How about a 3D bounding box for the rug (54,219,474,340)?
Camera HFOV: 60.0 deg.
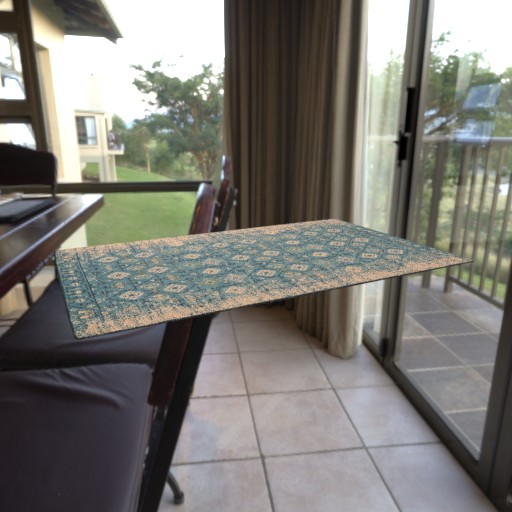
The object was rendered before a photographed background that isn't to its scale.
[{"bbox_3d":[0.000,0.000,2.197,1.795,0.008,1.102,-8,18,-26],"label":"rug"}]
